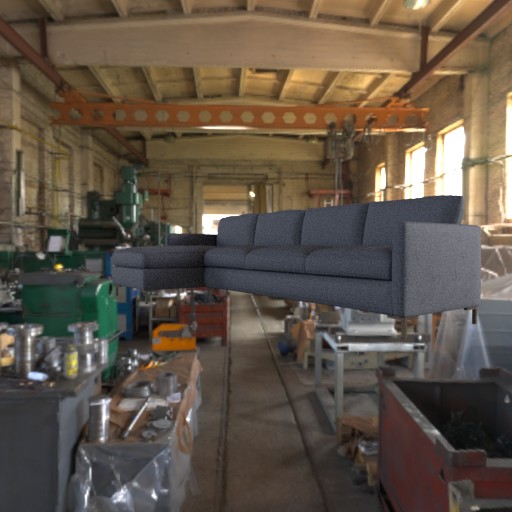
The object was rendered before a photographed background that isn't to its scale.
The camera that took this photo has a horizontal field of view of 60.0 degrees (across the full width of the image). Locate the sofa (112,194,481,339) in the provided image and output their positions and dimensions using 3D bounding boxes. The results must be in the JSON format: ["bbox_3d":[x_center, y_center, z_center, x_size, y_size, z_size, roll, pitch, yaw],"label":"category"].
[{"bbox_3d":[0.000,0.000,2.912,1.125,0.673,2.445,-1,2,-36],"label":"sofa"}]
